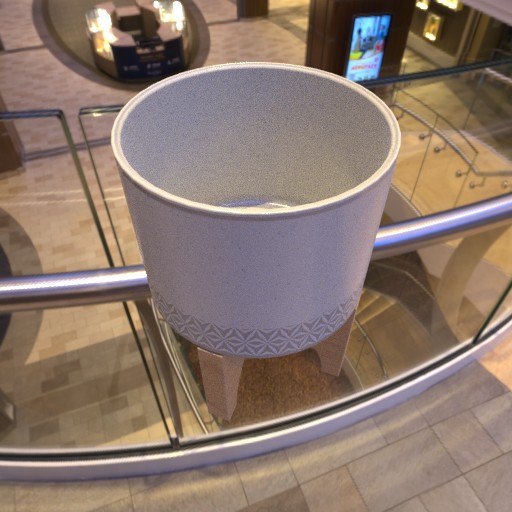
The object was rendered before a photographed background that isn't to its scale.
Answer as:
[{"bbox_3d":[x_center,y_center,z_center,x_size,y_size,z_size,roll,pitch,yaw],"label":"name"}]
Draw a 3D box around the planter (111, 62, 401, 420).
[{"bbox_3d":[0.000,0.000,0.266,0.130,0.178,0.130,0,46,0],"label":"planter"}]
